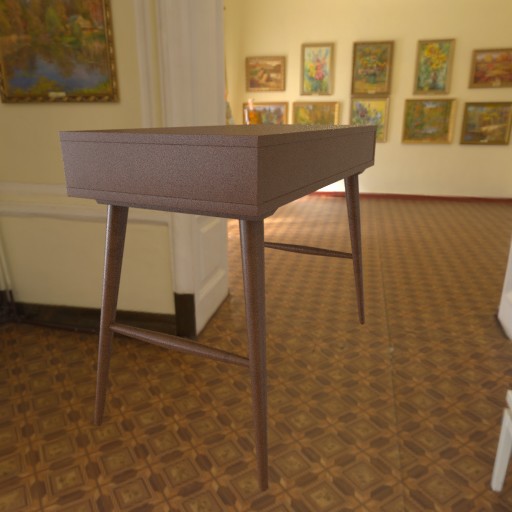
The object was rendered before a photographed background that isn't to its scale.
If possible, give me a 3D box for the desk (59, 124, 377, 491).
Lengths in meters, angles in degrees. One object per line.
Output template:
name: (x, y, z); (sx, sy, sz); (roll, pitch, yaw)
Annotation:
desk: (0.000, 0.000, 1.360); (0.510, 0.758, 0.949); (9, 19, 25)
